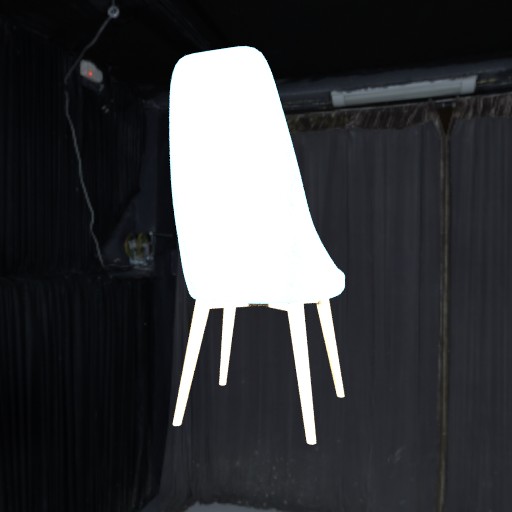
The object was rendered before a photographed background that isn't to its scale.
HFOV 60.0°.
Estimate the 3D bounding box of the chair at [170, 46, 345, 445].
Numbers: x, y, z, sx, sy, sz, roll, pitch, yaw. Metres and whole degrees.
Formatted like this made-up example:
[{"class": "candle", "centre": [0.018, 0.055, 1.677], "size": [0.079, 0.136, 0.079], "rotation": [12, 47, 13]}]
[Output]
[{"class": "chair", "centre": [0.000, 0.000, 1.419], "size": [0.510, 1.040, 0.660], "rotation": [0, 0, 18]}]
